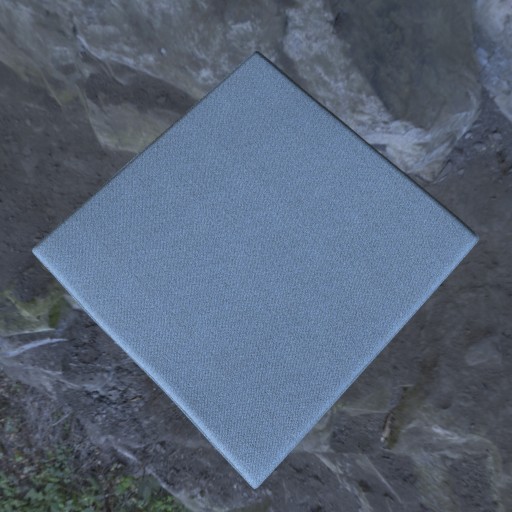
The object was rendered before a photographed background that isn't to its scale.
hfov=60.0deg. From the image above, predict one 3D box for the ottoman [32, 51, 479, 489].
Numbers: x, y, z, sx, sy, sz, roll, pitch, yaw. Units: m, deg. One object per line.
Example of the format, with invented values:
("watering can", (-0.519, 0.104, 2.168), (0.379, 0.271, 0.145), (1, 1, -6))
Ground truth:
("ottoman", (0.000, 0.000, 1.504), (0.968, 0.379, 1.004), (43, 80, 9))
